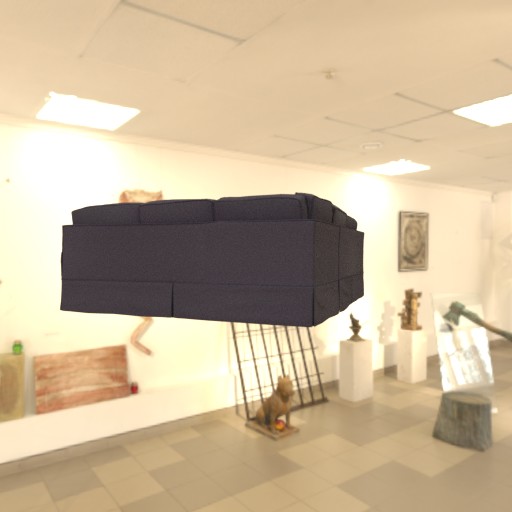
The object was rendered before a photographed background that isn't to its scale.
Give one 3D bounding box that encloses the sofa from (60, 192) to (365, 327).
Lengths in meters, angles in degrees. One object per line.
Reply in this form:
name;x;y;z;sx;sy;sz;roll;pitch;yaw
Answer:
sofa;0.000;0.000;5.017;3.773;1.169;2.874;-1;1;-37
